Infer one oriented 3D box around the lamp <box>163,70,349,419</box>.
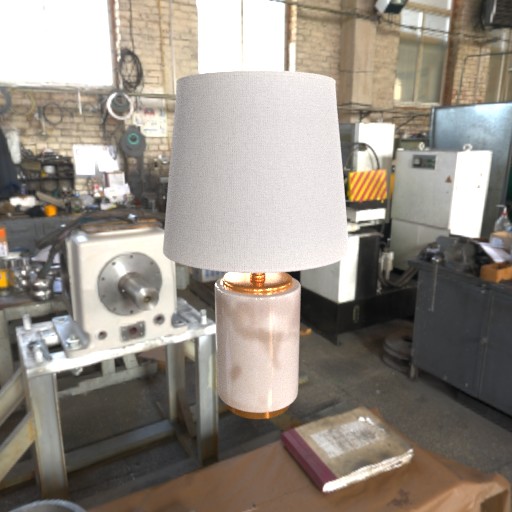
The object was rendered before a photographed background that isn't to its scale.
[{"bbox_3d":[0.000,0.000,0.463,0.189,0.340,0.189,0,14,0],"label":"lamp"}]
